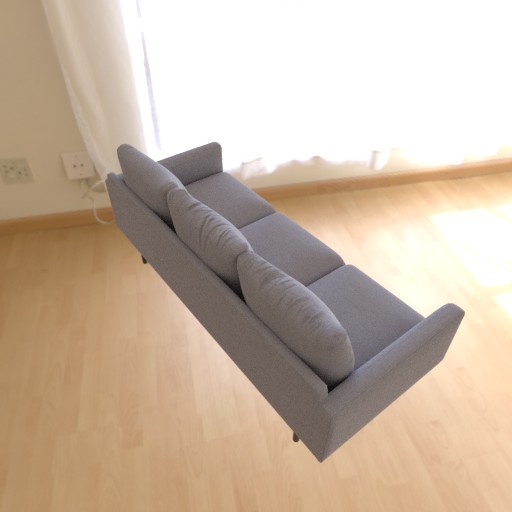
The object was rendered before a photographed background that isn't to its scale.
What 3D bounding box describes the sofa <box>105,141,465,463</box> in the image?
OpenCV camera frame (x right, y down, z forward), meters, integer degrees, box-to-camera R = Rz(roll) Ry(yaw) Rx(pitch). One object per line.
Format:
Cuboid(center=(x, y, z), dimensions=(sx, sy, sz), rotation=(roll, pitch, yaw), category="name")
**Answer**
Cuboid(center=(0.000, 0.000, 2.450), dimensions=(0.850, 0.830, 2.000), rotation=(-27, 48, -27), category="sofa")
